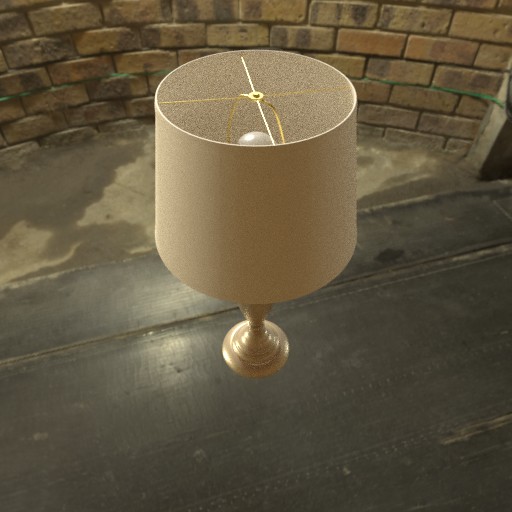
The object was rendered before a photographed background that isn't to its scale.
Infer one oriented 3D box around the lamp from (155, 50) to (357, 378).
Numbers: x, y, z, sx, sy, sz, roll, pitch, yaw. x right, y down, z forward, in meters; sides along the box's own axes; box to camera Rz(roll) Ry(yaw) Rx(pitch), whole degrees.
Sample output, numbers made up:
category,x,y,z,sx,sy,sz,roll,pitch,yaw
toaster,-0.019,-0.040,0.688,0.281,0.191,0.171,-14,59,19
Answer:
category,x,y,z,sx,sy,sz,roll,pitch,yaw
lamp,0.000,0.000,0.785,0.328,0.612,0.328,0,47,0
